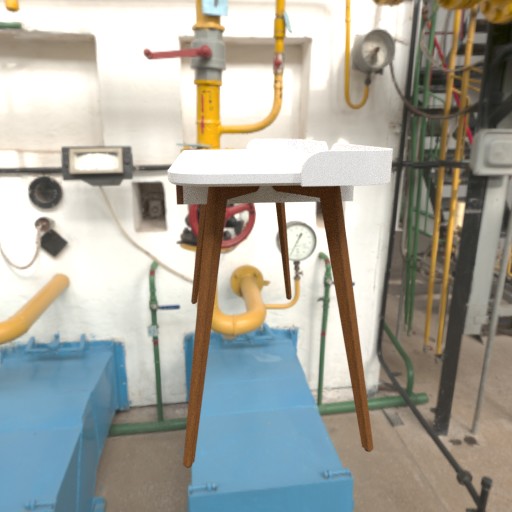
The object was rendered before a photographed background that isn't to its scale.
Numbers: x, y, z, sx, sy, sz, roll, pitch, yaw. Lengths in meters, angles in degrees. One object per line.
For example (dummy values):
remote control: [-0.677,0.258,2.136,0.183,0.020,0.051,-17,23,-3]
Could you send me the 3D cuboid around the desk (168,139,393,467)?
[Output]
desk: [0.000,0.000,1.627,0.534,0.807,1.206,-2,16,-7]
